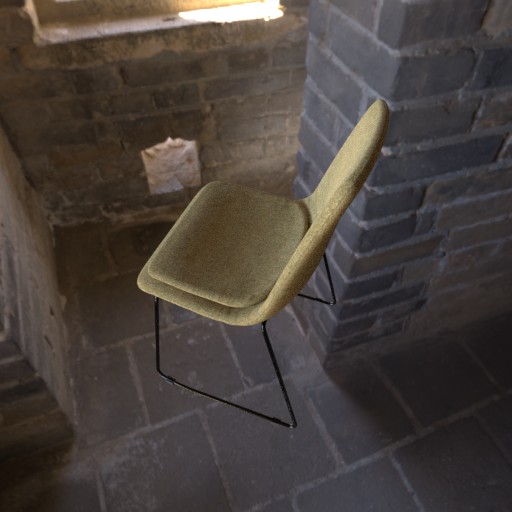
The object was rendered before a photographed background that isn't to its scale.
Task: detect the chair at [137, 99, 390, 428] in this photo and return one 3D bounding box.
[{"bbox_3d":[0.000,0.000,1.157,0.496,0.849,0.479,16,50,14],"label":"chair"}]
